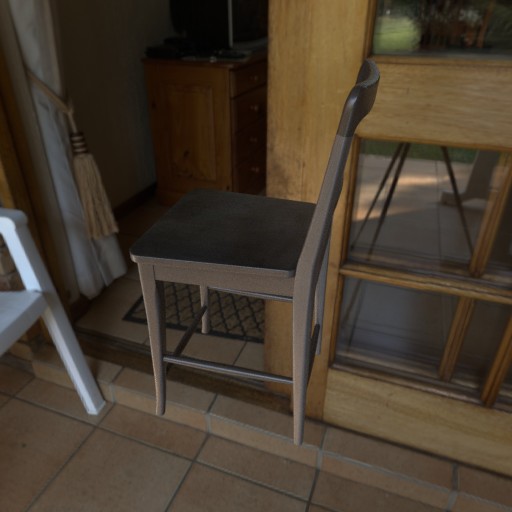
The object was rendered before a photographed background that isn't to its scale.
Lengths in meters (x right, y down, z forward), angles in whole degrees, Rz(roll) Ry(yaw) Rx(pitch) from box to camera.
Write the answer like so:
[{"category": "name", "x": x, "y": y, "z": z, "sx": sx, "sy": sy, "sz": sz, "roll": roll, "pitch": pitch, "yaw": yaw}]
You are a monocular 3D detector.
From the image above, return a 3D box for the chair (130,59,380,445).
[{"category": "chair", "x": 0.000, "y": 0.000, "z": 1.247, "sx": 0.546, "sy": 0.991, "sz": 0.450, "roll": 8, "pitch": 31, "yaw": 13}]
